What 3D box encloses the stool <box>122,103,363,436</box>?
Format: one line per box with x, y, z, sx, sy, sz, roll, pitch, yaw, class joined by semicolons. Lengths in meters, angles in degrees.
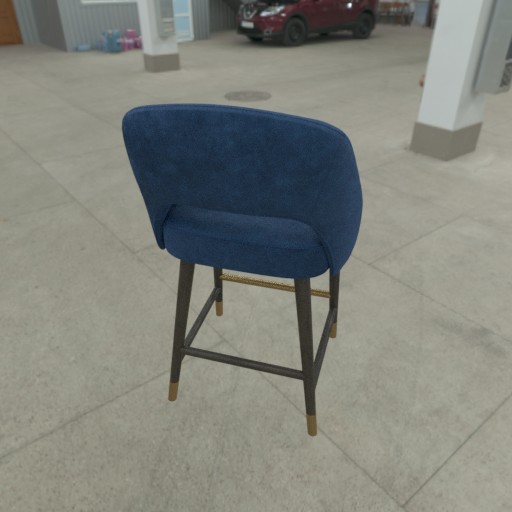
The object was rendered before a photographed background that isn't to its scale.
0.000;0.000;1.228;0.536;0.925;0.524;9;33;14;stool
